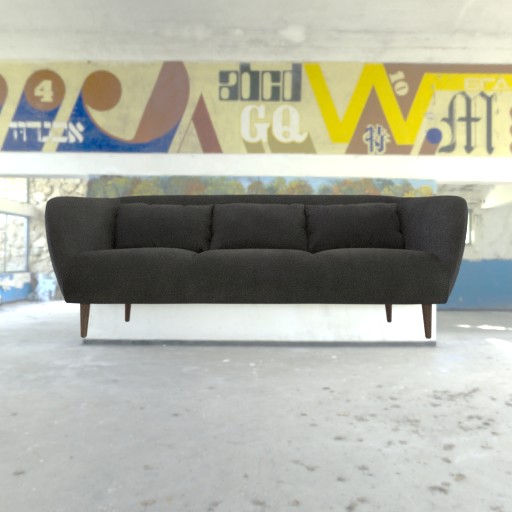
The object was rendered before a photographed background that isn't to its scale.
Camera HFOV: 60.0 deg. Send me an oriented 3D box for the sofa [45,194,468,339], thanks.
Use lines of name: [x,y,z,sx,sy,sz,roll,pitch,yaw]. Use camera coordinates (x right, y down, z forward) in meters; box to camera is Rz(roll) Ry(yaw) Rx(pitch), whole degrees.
sofa: [0.000,0.000,2.720,2.296,0.875,0.956,0,0,1]
